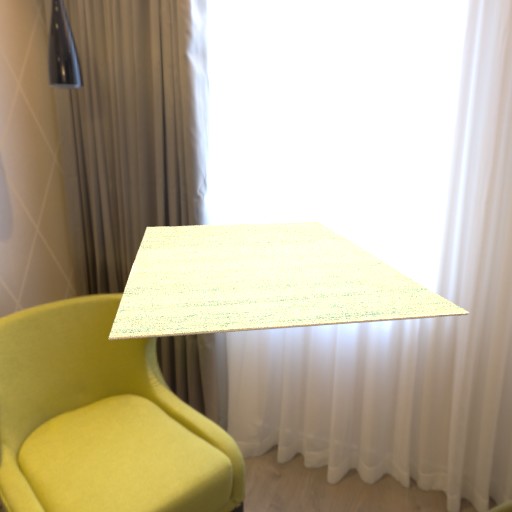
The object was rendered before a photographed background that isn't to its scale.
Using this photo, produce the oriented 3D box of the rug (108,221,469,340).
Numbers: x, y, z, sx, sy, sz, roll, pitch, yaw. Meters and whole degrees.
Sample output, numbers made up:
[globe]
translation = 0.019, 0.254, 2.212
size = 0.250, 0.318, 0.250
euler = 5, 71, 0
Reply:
[rug]
translation = 0.000, 0.000, 2.988
size = 1.593, 0.029, 2.305
euler = -2, 15, -9
